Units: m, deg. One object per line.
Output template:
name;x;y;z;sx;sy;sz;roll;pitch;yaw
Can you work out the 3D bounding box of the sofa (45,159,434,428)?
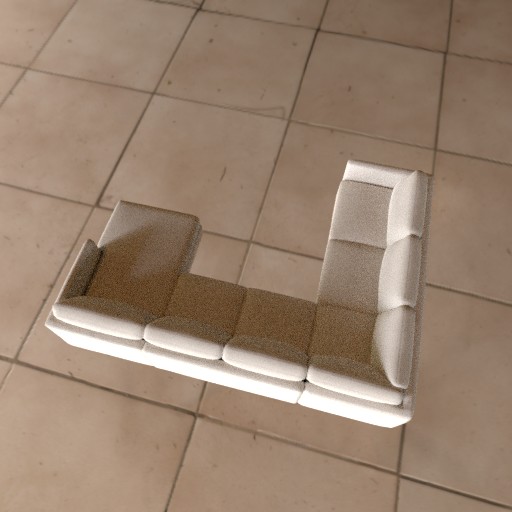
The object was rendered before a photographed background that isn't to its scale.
sofa;0.000;0.000;4.491;3.238;0.853;2.551;13;63;6
